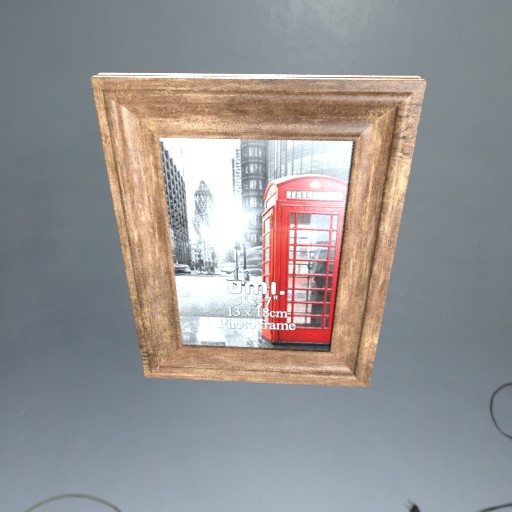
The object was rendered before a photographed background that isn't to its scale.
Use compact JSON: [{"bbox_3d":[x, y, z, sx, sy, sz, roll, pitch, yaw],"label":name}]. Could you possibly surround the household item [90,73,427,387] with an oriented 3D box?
[{"bbox_3d":[0.000,0.000,0.312,0.186,0.237,0.018,2,31,3],"label":"household item"}]
